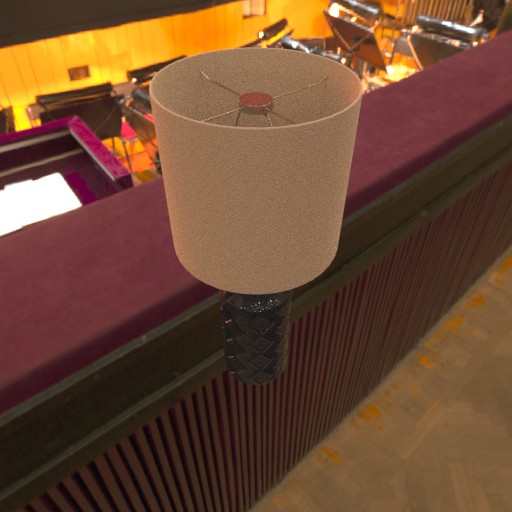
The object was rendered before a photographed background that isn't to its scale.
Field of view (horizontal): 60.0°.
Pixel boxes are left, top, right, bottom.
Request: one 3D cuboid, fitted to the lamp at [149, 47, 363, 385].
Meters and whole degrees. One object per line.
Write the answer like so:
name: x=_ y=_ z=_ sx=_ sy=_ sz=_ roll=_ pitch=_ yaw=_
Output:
lamp: x=0.000 y=0.000 z=0.587 sx=0.207 sy=0.461 sz=0.207 roll=-28 pitch=49 yaw=-28
